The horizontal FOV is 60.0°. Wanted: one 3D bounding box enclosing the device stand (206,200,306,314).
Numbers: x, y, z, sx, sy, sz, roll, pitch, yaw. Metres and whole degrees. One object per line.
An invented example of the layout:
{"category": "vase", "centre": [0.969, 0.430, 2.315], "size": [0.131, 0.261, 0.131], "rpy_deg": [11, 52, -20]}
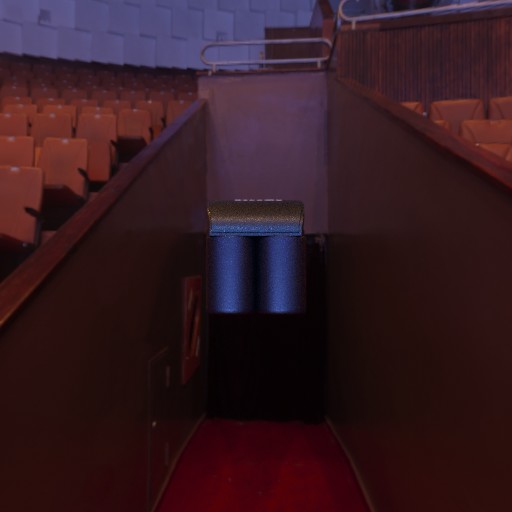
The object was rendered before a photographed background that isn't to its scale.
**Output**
{"category": "device stand", "centre": [0.000, 0.000, 0.191], "size": [0.026, 0.030, 0.179], "rpy_deg": [0, 0, 0]}
